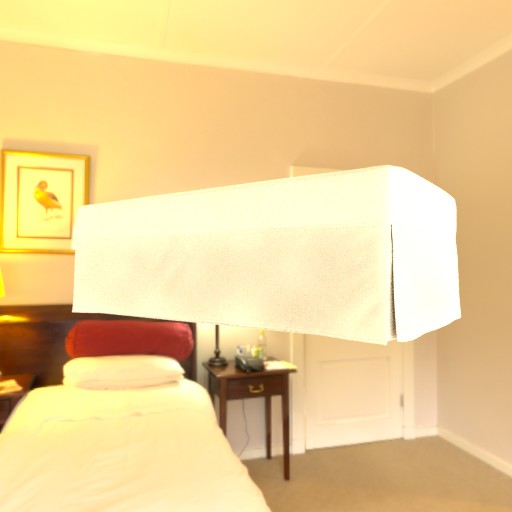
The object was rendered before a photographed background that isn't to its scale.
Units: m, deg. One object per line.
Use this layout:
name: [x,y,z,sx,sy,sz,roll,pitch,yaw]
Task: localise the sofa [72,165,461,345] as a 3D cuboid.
sofa: [0.000,0.000,2.118,1.677,0.552,0.939,-1,-2,36]
